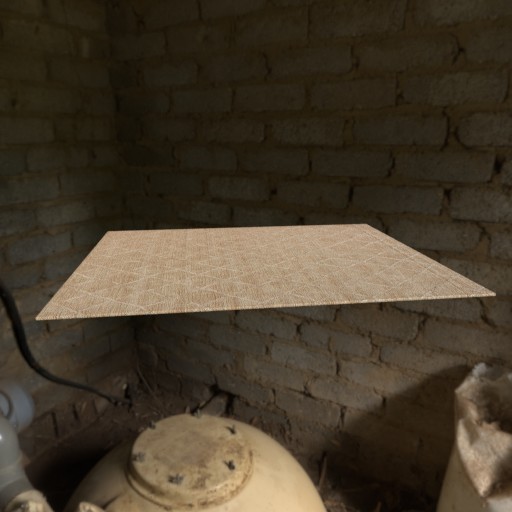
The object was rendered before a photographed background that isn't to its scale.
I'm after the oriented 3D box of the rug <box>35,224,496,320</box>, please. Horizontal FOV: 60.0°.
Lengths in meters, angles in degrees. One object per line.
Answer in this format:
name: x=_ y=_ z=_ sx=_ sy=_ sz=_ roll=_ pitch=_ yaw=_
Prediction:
rug: x=0.000 y=0.000 z=4.038 sx=3.039 sy=0.019 sz=2.420 roll=-2 pitch=16 yaw=-8
